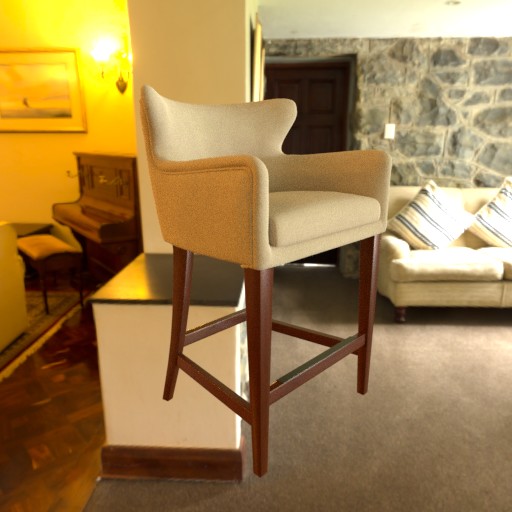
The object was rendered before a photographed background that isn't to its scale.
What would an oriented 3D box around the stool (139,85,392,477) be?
[{"bbox_3d":[0.000,0.000,1.349,0.570,0.951,0.601,13,20,41],"label":"stool"}]
